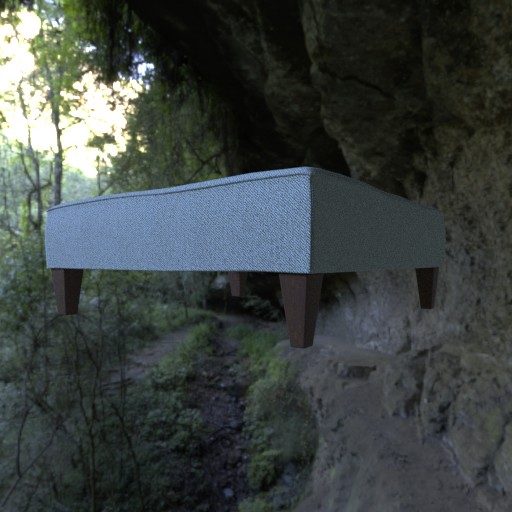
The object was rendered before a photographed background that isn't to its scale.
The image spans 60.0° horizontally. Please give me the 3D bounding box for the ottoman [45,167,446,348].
[{"bbox_3d":[0.000,0.000,1.522,1.004,0.379,0.968,0,-1,37],"label":"ottoman"}]
